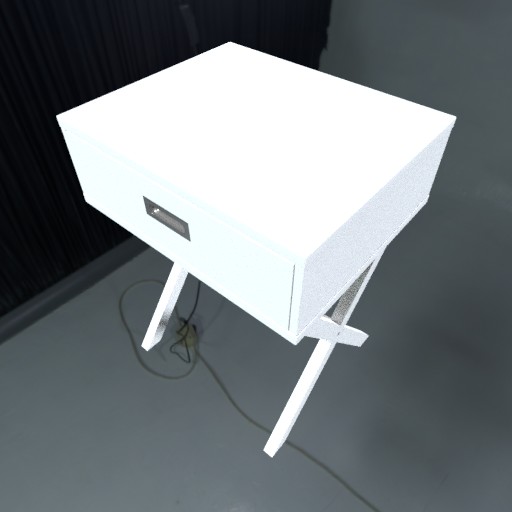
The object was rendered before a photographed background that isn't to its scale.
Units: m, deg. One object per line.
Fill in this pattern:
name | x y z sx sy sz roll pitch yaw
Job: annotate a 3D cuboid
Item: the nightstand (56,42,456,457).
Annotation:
nightstand | 0.000 0.000 0.913 0.479 0.623 0.402 31 53 27
